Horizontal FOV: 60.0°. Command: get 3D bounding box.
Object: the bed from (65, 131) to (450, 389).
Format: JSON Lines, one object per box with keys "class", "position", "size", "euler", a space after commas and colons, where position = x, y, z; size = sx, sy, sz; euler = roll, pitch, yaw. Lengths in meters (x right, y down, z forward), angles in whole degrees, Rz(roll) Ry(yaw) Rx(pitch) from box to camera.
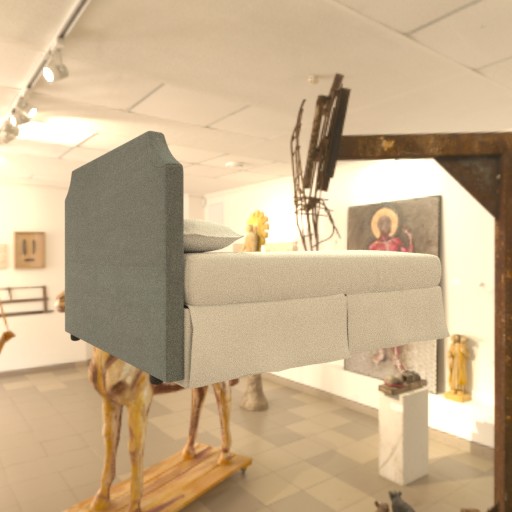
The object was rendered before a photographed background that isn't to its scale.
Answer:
{"class": "bed", "position": [0.000, 0.000, 3.568], "size": [2.464, 1.306, 1.977], "euler": [0, 0, -38]}
